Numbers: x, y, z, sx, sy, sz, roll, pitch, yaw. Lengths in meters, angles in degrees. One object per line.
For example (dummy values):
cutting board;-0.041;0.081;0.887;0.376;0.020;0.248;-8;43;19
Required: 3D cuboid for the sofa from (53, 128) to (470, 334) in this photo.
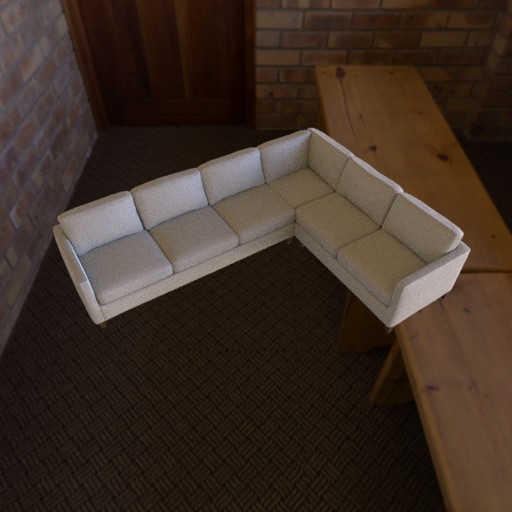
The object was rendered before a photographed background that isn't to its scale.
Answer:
sofa;0.000;0.000;4.497;3.333;0.934;2.522;-24;50;-22
